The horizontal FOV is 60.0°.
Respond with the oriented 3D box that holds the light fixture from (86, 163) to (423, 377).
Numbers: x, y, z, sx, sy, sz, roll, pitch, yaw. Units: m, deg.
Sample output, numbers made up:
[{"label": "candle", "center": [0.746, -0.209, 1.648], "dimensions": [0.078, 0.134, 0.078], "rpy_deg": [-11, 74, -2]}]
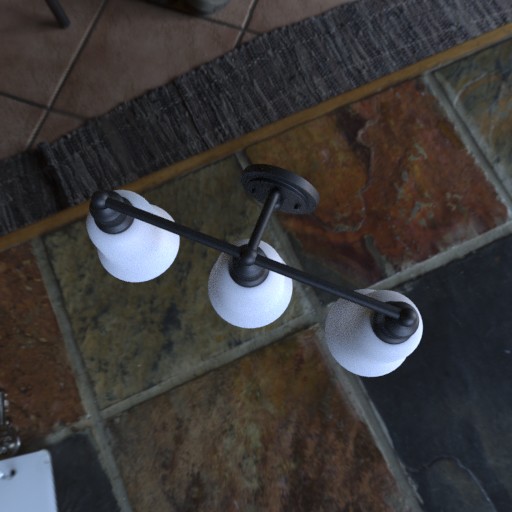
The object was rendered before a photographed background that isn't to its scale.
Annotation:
[{"label": "light fixture", "center": [0.000, 0.000, 0.666], "dimensions": [0.570, 0.211, 0.198], "rpy_deg": [21, 76, 5]}]
